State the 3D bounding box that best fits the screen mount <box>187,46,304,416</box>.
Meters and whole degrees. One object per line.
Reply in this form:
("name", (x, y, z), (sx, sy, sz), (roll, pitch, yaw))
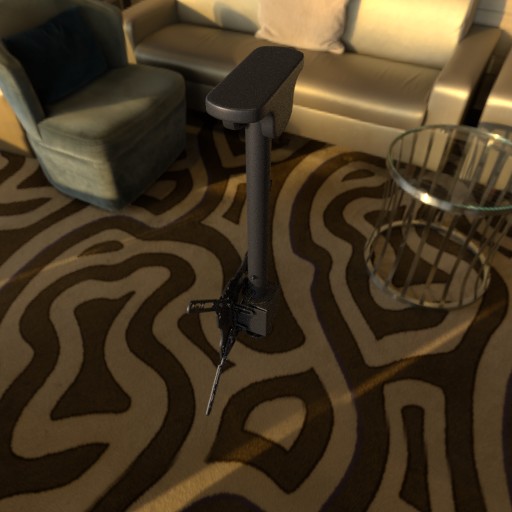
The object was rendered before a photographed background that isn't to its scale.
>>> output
("screen mount", (0.000, 0.000, 0.877), (0.090, 0.729, 0.393), (16, 48, 15))
